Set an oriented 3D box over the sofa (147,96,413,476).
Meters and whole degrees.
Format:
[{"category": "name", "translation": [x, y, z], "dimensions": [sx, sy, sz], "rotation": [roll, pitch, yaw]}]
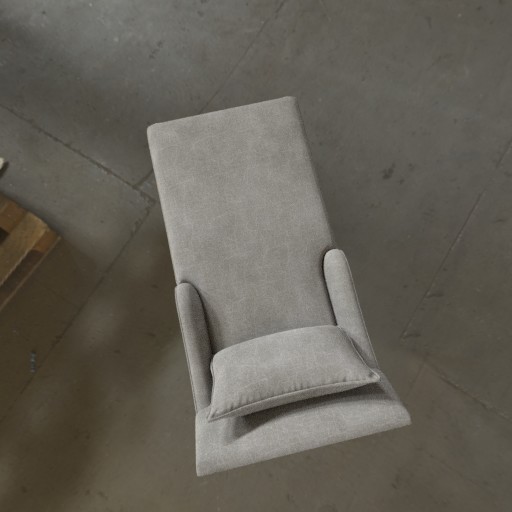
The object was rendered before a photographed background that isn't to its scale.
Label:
[{"category": "sofa", "translation": [0.000, 0.000, 2.300], "dimensions": [0.894, 0.859, 1.779], "rotation": [-13, 78, -3]}]
